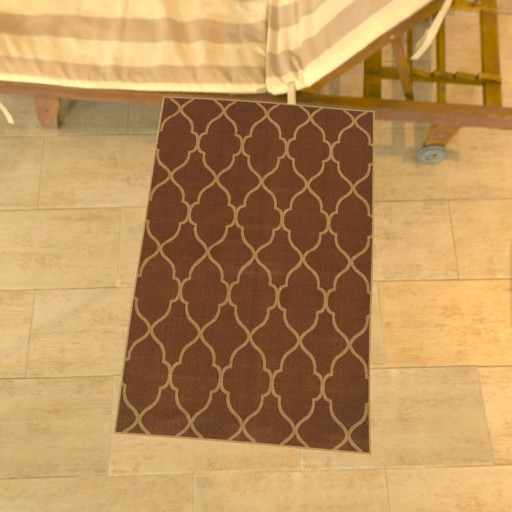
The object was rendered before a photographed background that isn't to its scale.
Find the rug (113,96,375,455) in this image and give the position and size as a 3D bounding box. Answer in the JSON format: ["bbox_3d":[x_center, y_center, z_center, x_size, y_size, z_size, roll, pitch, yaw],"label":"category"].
[{"bbox_3d":[0.000,0.000,2.883,1.526,0.014,2.290,4,75,1],"label":"rug"}]
